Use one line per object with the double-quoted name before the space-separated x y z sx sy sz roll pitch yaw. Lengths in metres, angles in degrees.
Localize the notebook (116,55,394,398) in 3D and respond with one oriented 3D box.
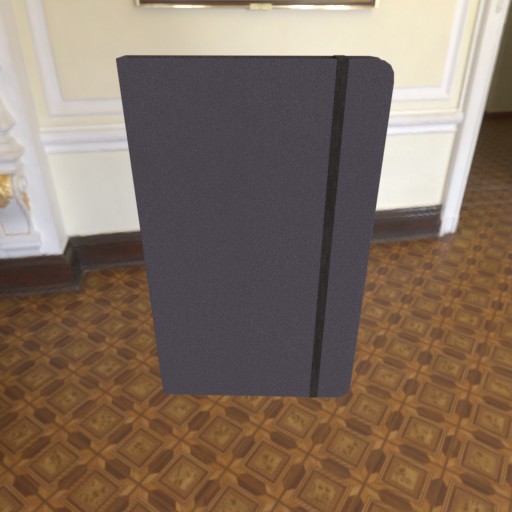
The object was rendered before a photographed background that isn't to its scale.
"notebook" 0.000 0.000 0.258 0.127 0.213 0.016 1 29 1
